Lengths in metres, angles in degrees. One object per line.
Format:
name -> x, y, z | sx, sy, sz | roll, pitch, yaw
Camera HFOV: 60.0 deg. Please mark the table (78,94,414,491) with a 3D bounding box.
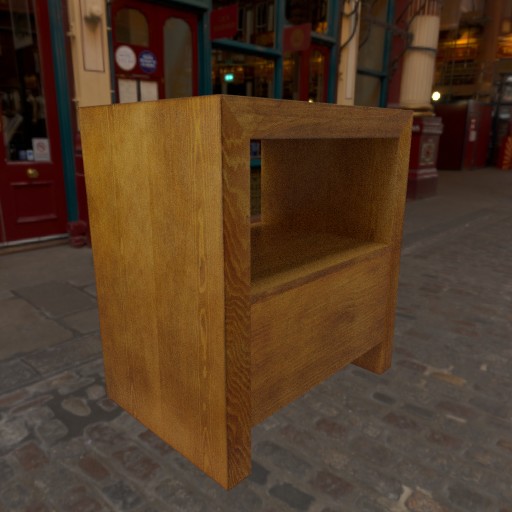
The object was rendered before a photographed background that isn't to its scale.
table -> 0.000, 0.000, 0.961 | 0.400, 0.605, 0.550 | 14, 21, 42
